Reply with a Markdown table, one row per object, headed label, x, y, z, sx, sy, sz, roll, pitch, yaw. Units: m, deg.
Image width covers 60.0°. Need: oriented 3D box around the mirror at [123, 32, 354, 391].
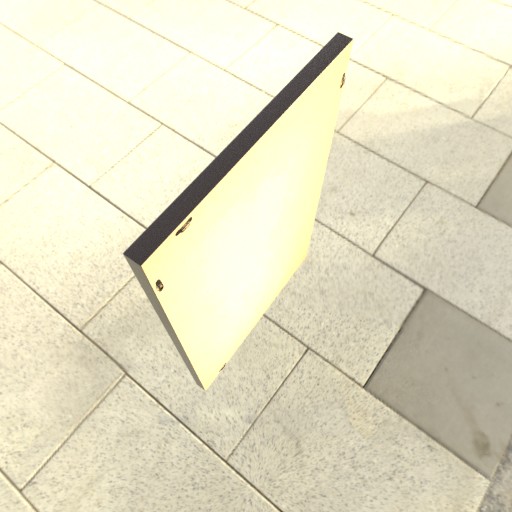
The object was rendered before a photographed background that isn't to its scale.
| label | x | y | z | sx | sy | sz | roll | pitch | yaw |
| --- | --- | --- | --- | --- | --- | --- | --- | --- | --- |
| mirror | 0.000 | 0.000 | 1.158 | 0.041 | 0.915 | 0.609 | 32 | 67 | 16 |
